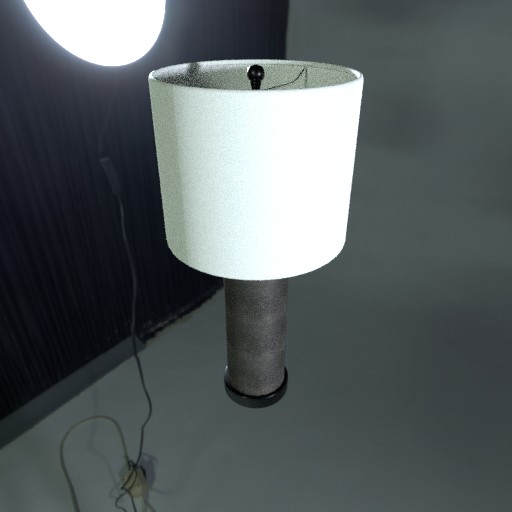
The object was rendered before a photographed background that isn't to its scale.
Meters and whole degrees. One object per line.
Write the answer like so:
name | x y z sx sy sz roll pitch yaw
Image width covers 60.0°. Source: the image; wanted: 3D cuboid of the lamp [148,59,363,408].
lamp | 0.000 0.000 0.794 0.305 0.634 0.305 18 35 28
